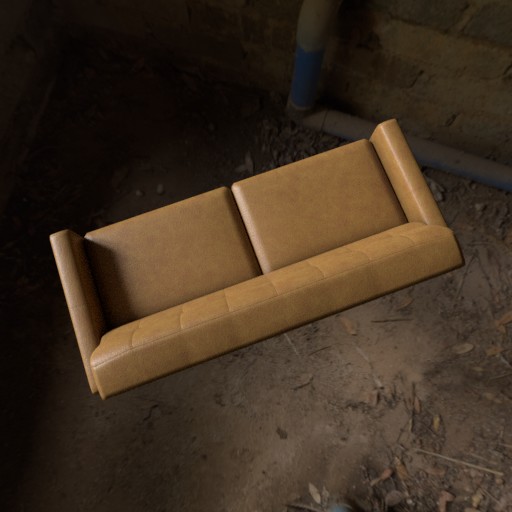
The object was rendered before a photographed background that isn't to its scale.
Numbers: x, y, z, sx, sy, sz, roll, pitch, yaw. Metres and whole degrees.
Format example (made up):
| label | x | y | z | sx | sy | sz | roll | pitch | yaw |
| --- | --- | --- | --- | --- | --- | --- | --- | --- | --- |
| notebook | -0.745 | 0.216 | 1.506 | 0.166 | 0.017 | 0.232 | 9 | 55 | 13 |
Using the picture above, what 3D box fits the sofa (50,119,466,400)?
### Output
| label | x | y | z | sx | sy | sz | roll | pitch | yaw |
| --- | --- | --- | --- | --- | --- | --- | --- | --- | --- |
| sofa | 0.000 | 0.000 | 2.617 | 2.137 | 0.892 | 0.980 | -20 | 78 | -4 |
